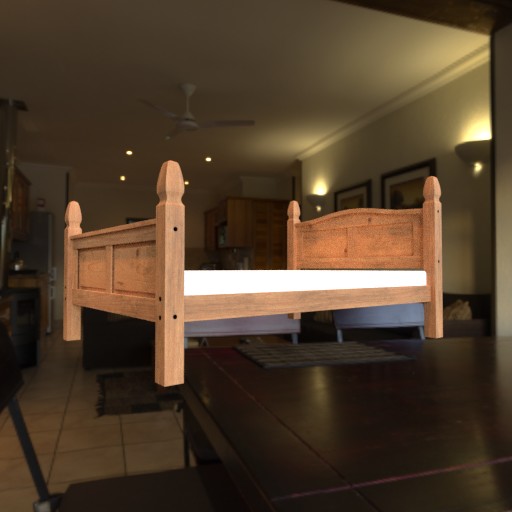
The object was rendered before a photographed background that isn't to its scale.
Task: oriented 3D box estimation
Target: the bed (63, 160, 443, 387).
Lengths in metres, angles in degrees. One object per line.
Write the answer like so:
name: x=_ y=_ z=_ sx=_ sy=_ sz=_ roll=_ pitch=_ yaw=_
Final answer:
bed: x=0.000 y=0.000 z=2.982 sx=2.069 sy=1.100 sz=1.490 roll=1 pitch=-2 yaw=-38
